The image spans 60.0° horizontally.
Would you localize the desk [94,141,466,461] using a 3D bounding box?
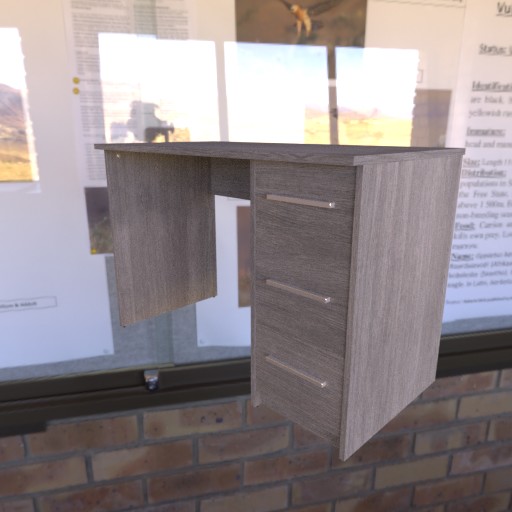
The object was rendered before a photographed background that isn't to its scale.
[{"bbox_3d":[0.000,0.000,1.520,1.097,0.735,0.560,15,22,43],"label":"desk"}]
